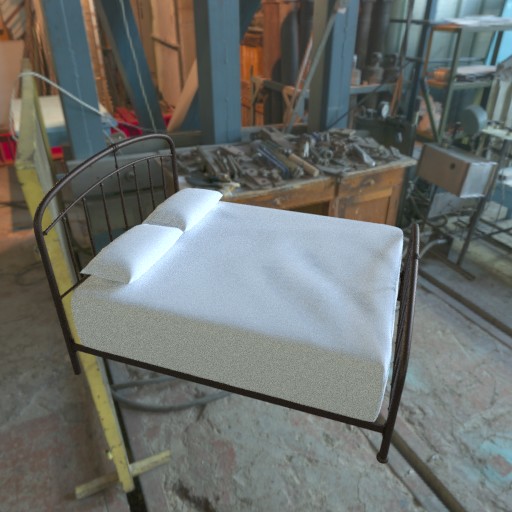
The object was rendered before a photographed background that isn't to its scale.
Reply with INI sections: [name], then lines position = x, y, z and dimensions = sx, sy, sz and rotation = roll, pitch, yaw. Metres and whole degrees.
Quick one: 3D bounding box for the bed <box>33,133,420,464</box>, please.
[bed]
position = 0.000, 0.000, 3.172
dimensions = 2.180, 1.425, 1.711
rotation = 10, 32, 16
